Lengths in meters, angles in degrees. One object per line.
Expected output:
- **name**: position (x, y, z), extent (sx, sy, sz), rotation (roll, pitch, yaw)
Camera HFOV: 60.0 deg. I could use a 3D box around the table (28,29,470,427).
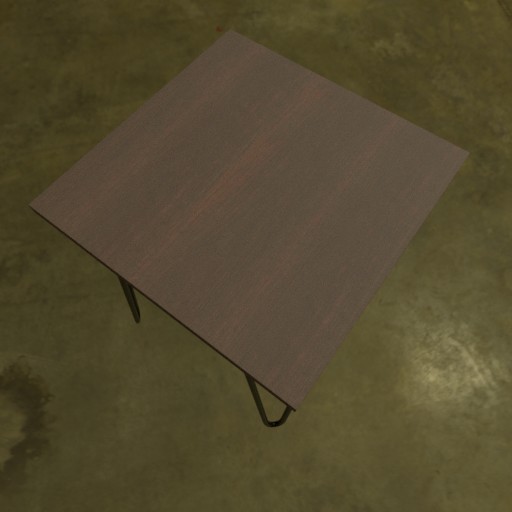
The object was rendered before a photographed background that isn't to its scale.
- **table**: position (0.000, 0.000, 0.946), extent (0.495, 0.559, 0.495), rotation (34, 69, 15)
